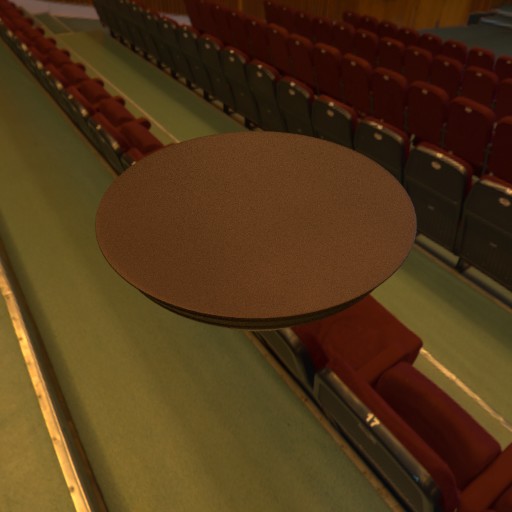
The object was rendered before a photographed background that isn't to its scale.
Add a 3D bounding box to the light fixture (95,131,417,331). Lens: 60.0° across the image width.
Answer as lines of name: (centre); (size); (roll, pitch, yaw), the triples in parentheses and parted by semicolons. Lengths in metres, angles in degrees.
light fixture: (0.000, 0.000, 0.443); (0.280, 0.135, 0.280); (0, 41, 0)
